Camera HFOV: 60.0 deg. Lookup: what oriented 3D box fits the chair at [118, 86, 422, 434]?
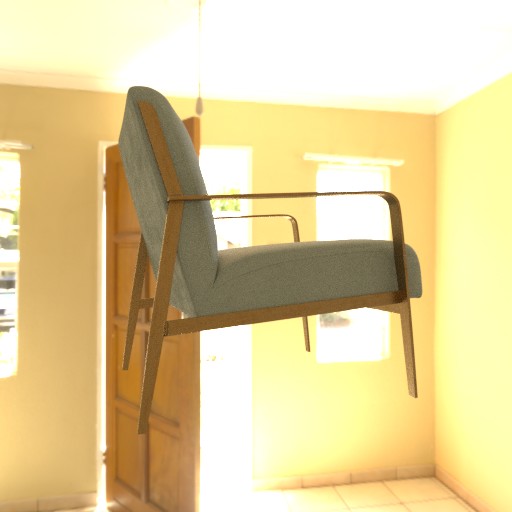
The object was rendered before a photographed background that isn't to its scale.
[{"bbox_3d":[0.000,0.000,1.449,0.842,0.824,0.701,0,-1,-20],"label":"chair"}]
